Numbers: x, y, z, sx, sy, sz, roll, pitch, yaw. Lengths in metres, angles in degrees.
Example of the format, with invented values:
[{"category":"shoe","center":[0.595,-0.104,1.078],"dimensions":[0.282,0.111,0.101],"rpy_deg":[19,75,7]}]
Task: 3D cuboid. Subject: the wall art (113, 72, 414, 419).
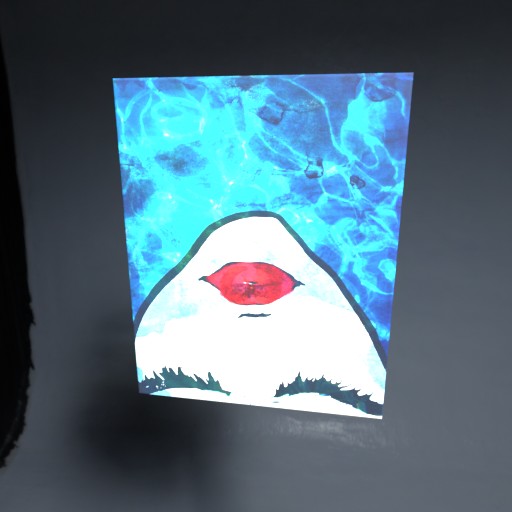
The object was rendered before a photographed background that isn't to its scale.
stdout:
[{"category":"wall art","center":[0.000,0.000,1.008],"dimensions":[0.609,0.760,0.038],"rpy_deg":[3,16,10]}]
